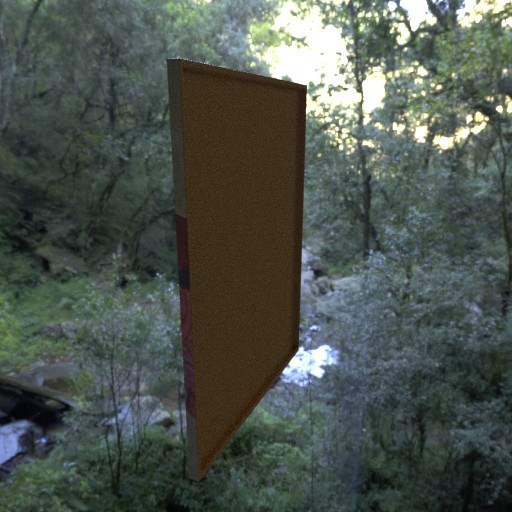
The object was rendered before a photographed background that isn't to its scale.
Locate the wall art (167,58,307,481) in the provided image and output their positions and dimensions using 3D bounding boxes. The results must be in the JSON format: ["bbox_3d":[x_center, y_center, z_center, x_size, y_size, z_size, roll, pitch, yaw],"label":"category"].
[{"bbox_3d":[0.000,0.000,1.339,0.031,1.015,0.762,8,19,24],"label":"wall art"}]
